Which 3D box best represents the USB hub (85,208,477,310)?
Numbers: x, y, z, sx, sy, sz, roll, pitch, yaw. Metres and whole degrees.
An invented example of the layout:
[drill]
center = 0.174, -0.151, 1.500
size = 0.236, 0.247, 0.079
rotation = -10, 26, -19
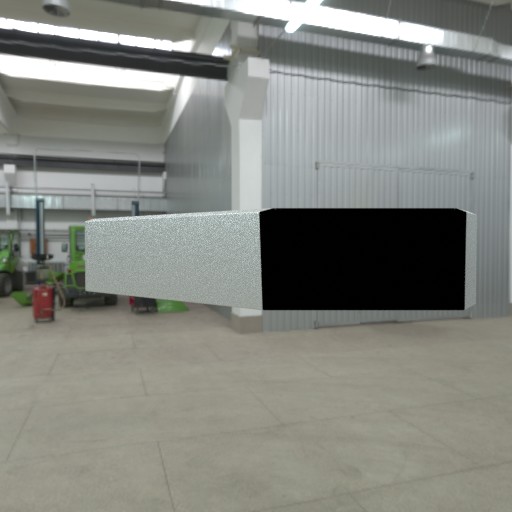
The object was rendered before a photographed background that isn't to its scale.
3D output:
[USB hub]
center = 0.000, 0.000, 0.128
size = 0.110, 0.023, 0.044
rotation = 1, 2, 37
